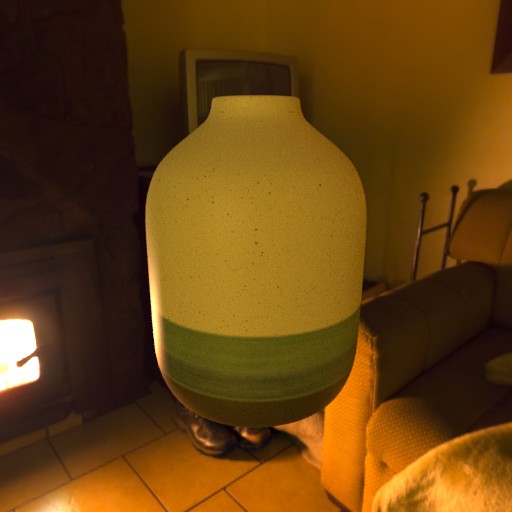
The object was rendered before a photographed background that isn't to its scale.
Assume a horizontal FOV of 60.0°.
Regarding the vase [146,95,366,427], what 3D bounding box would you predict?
[{"bbox_3d":[0.000,0.000,0.357,0.169,0.240,0.169,0,16,0],"label":"vase"}]
